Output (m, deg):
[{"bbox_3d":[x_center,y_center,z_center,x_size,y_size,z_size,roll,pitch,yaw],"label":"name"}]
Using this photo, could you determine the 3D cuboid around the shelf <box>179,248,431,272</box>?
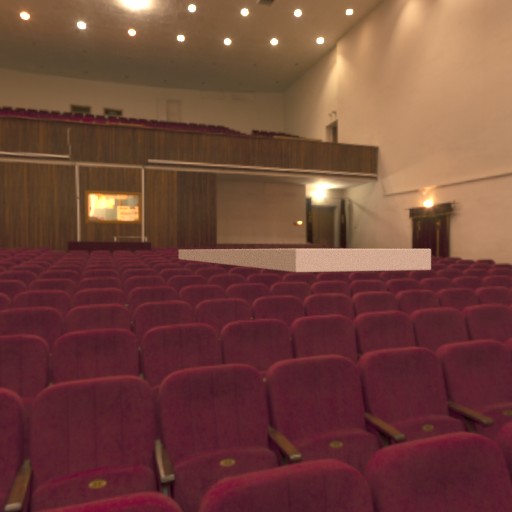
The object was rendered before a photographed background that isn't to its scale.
[{"bbox_3d":[0.000,0.000,0.684,0.140,0.020,0.610,0,1,-19],"label":"shelf"}]
